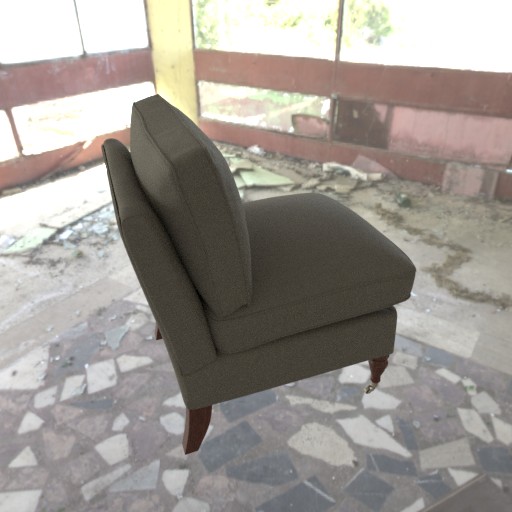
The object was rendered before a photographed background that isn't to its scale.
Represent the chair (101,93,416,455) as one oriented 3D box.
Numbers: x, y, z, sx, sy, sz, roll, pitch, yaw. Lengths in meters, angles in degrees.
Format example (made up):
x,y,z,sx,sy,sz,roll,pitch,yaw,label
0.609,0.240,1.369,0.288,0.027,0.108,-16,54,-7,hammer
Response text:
x,y,z,sx,sy,sz,roll,pitch,yaw,label
0.000,0.000,1.613,0.924,1.045,0.724,-10,32,-17,chair
